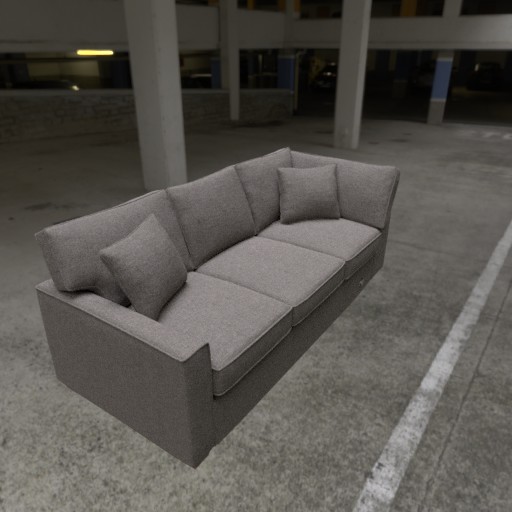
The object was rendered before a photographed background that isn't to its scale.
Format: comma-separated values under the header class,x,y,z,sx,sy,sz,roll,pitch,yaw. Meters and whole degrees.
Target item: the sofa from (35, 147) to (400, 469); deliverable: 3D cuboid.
class,x,y,z,sx,sy,sz,roll,pitch,yaw
sofa,0.000,0.000,2.802,1.061,0.962,2.317,17,30,31
